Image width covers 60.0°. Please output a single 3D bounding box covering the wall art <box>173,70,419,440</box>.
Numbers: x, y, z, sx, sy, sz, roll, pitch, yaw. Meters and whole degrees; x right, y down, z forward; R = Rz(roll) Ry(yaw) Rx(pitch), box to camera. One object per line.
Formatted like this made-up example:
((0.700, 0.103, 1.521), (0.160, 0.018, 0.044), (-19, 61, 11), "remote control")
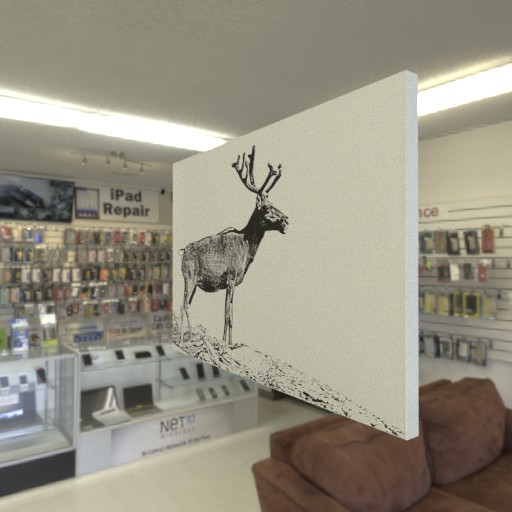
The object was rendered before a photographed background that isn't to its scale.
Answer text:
((0.000, 0.000, 1.115), (0.033, 0.617, 0.906), (0, 0, -36), "wall art")
